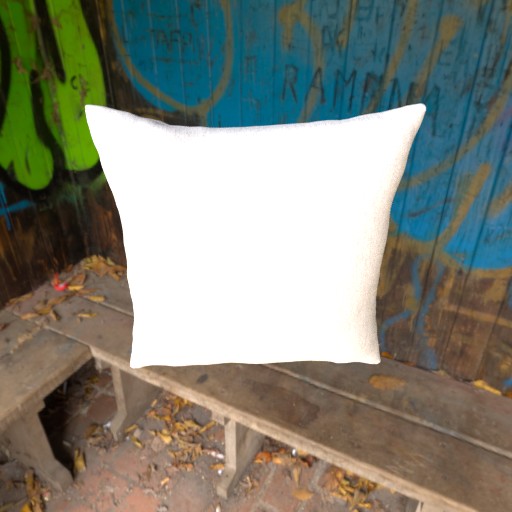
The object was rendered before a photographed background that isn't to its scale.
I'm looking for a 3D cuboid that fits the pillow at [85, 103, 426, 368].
[{"bbox_3d":[0.000,0.000,0.664,0.433,0.436,0.173,0,31,-1],"label":"pillow"}]
